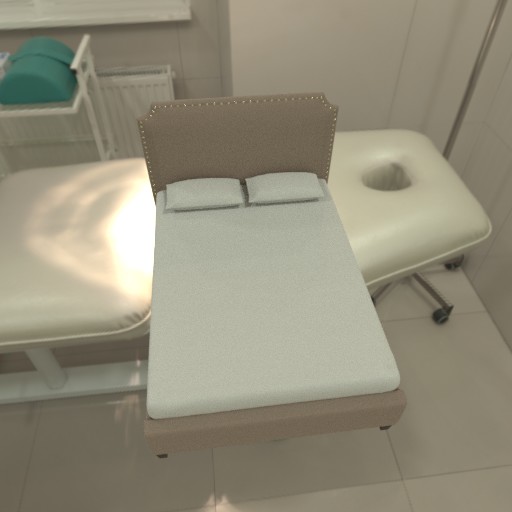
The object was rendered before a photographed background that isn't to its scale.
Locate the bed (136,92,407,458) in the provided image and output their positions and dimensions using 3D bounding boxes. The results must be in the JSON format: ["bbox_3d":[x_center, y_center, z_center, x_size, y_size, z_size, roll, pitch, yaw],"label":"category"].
[{"bbox_3d":[0.000,0.000,3.392,1.713,1.443,2.372,-5,47,-5],"label":"bed"}]
